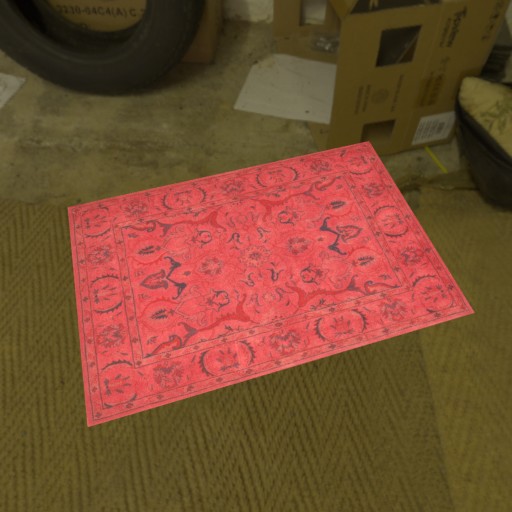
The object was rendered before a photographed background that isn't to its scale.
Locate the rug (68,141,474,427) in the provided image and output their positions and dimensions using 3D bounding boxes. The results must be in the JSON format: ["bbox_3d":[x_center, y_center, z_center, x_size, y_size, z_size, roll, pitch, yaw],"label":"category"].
[{"bbox_3d":[0.000,0.000,2.284,1.814,0.008,1.209,-14,59,-9],"label":"rug"}]
